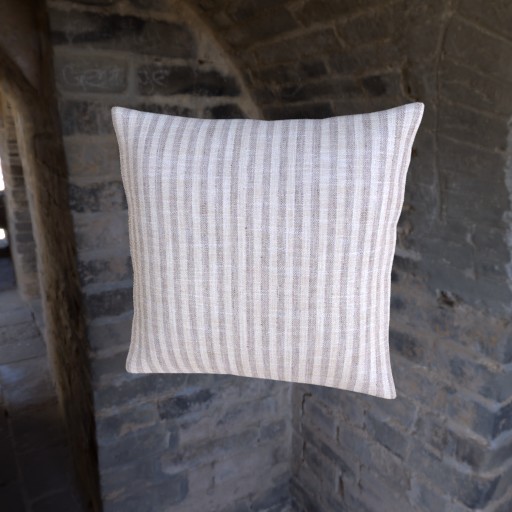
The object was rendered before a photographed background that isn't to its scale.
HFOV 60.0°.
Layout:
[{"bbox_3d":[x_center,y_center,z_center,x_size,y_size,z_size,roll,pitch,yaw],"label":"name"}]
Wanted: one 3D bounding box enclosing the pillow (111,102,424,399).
[{"bbox_3d":[0.000,0.000,0.786,0.523,0.510,0.166,2,15,9],"label":"pillow"}]
